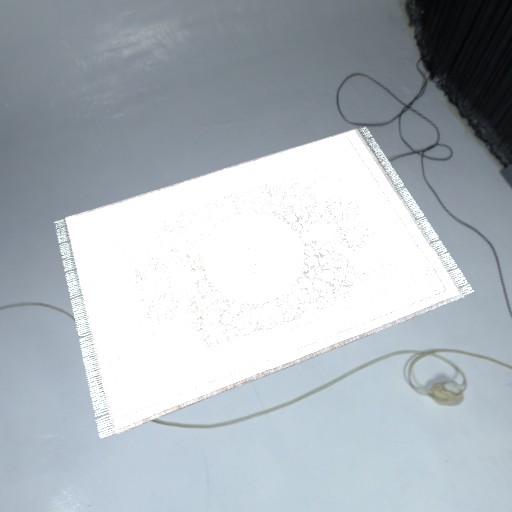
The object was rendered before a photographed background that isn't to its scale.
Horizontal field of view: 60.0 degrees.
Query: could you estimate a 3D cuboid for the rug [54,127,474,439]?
[{"bbox_3d":[0.000,0.000,2.978,2.440,0.010,1.528,-19,65,-9],"label":"rug"}]
